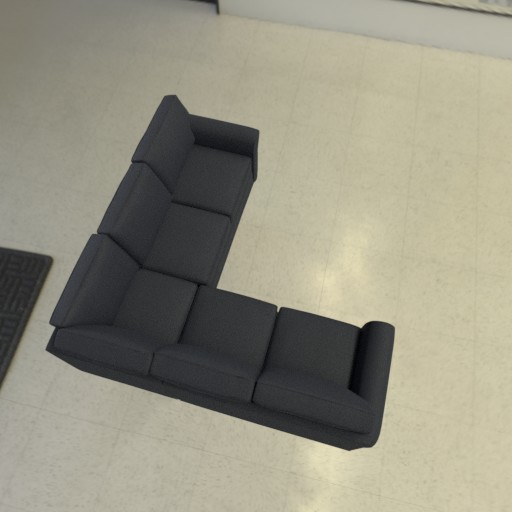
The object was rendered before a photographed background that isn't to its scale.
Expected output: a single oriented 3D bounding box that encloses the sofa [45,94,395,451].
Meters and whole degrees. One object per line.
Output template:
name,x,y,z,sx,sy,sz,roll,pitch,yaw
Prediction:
sofa,0.000,0.000,3.864,2.487,1.042,2.562,14,65,7
